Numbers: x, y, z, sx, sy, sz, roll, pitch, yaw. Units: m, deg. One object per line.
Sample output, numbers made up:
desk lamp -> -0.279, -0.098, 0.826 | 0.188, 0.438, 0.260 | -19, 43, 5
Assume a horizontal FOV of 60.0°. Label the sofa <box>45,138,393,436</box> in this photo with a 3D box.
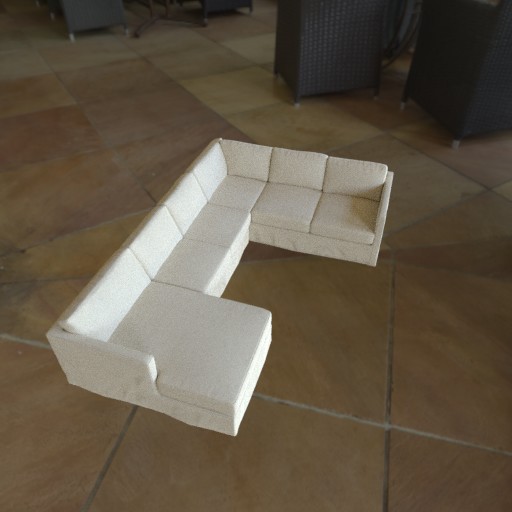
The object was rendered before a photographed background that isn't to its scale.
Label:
sofa -> 0.000, 0.000, 4.613 | 2.448, 0.882, 3.464 | 12, 42, 13
